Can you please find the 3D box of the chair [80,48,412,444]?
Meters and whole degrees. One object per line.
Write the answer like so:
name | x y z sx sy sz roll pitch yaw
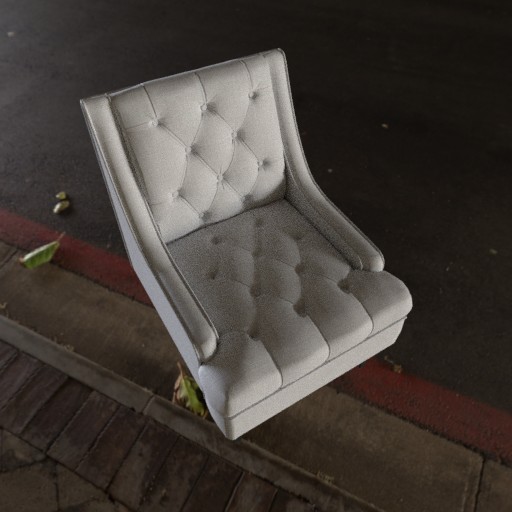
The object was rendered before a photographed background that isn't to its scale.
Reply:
chair | 0.000 0.000 1.375 0.658 0.891 0.772 -24 52 -20
